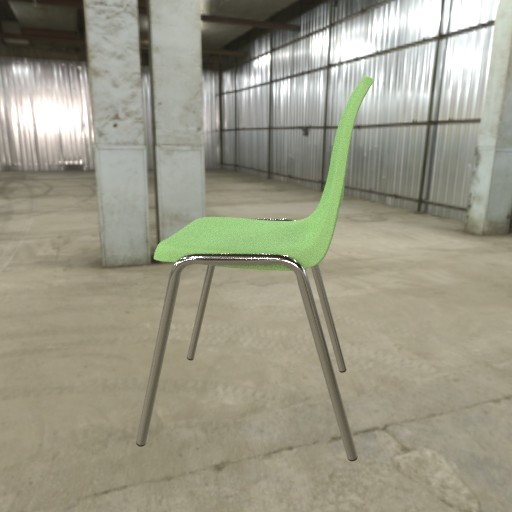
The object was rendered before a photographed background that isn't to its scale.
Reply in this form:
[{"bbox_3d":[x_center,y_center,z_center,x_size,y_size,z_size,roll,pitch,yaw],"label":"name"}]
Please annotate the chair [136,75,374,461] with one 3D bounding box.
[{"bbox_3d":[0.000,0.000,0.947,0.436,0.704,0.381,2,15,7],"label":"chair"}]
